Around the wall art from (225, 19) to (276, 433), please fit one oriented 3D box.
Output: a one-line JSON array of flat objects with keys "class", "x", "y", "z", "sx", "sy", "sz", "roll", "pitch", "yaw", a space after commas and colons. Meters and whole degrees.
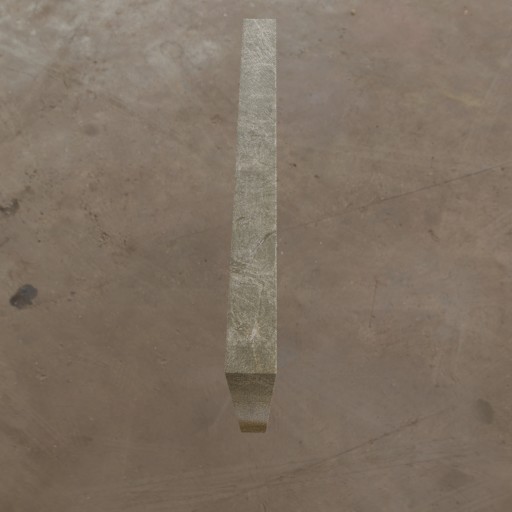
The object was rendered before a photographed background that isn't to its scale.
[{"class": "wall art", "x": 0.000, "y": 0.000, "z": 0.599, "sx": 0.038, "sy": 0.407, "sz": 0.405, "roll": 1, "pitch": 63, "yaw": 1}]
